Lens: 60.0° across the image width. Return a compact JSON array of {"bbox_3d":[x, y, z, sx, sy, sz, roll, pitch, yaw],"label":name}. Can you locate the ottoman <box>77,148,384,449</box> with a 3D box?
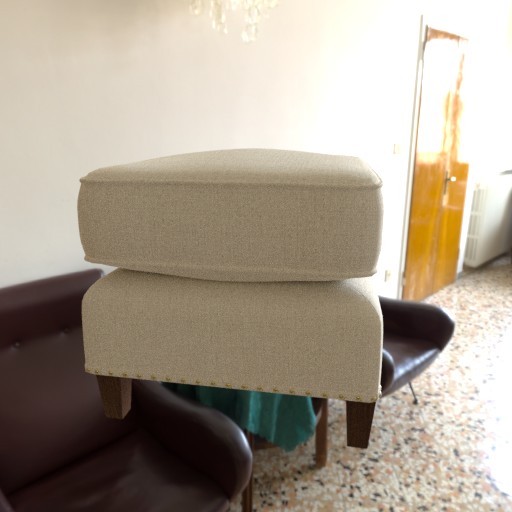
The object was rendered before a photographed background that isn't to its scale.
[{"bbox_3d":[0.000,0.000,1.135,0.589,0.537,0.738,3,16,10],"label":"ottoman"}]
